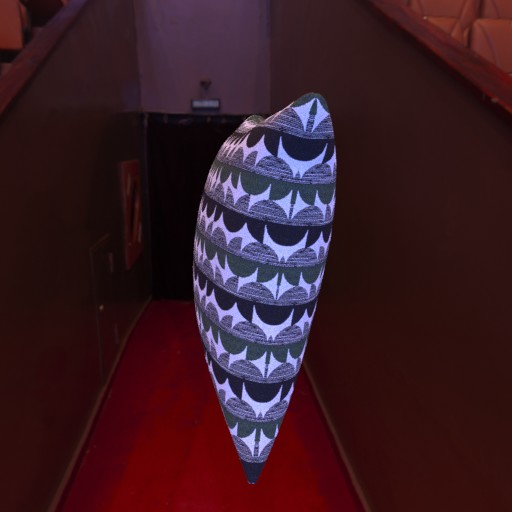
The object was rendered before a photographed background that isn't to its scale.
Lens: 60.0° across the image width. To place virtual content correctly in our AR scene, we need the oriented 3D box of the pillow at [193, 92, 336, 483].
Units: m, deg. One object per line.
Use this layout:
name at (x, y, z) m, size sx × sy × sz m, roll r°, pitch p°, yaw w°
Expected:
pillow at (0.000, 0.000, 0.633) m, size 0.180 × 0.404 × 0.419 m, roll -2°, pitch 15°, yaw -7°
